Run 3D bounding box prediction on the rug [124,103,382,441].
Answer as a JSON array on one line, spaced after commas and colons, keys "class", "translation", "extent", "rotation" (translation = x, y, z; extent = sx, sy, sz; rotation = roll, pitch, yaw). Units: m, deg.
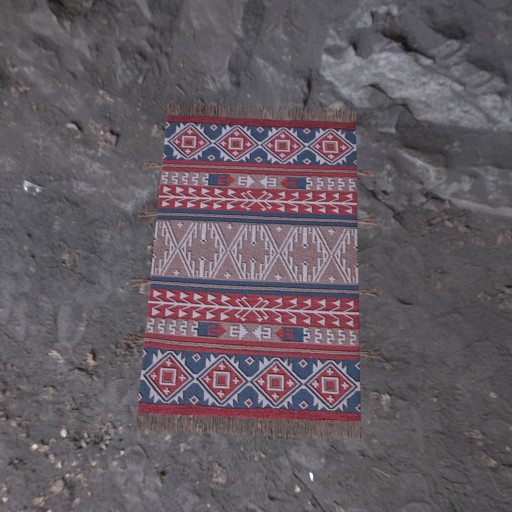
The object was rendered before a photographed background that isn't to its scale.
[{"class": "rug", "translation": [0.000, 0.000, 2.643], "extent": [1.469, 0.040, 2.025], "rotation": [2, 76, 1]}]
